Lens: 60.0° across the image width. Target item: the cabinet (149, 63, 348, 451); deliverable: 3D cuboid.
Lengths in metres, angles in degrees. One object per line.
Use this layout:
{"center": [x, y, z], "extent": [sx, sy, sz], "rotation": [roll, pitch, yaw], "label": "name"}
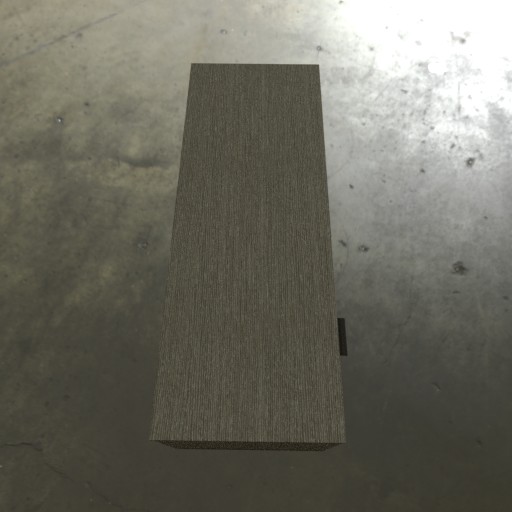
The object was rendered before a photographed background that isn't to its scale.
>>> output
{"center": [0.000, 0.000, 1.628], "extent": [0.500, 0.599, 1.300], "rotation": [1, 64, 0], "label": "cabinet"}
